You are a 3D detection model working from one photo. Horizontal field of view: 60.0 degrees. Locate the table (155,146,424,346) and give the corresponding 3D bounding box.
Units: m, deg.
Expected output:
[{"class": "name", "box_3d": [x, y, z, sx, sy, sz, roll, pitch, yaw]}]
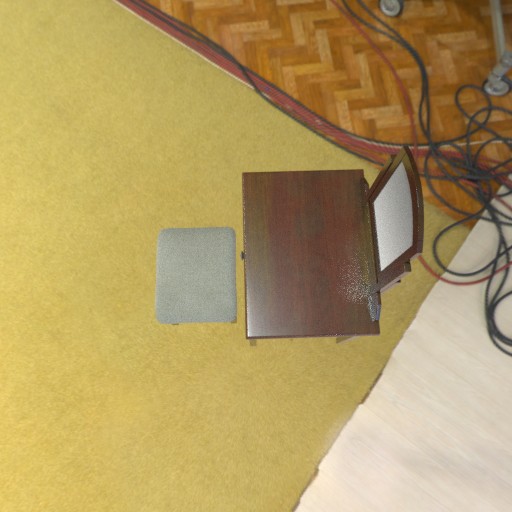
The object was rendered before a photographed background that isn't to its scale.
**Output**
[{"class": "table", "box_3d": [0.000, 0.000, 2.328, 1.211, 1.631, 0.876, -2, 75, 0]}]
